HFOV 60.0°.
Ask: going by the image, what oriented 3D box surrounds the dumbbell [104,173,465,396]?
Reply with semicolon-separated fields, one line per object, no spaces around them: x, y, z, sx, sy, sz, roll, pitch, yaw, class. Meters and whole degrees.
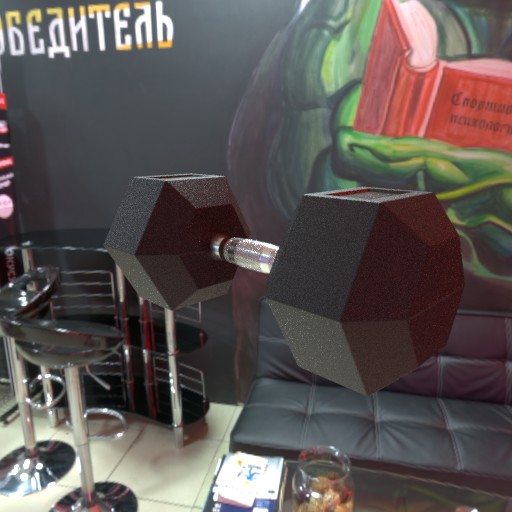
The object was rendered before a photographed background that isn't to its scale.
0.000;0.000;0.326;0.271;0.106;0.122;14;20;43;dumbbell
